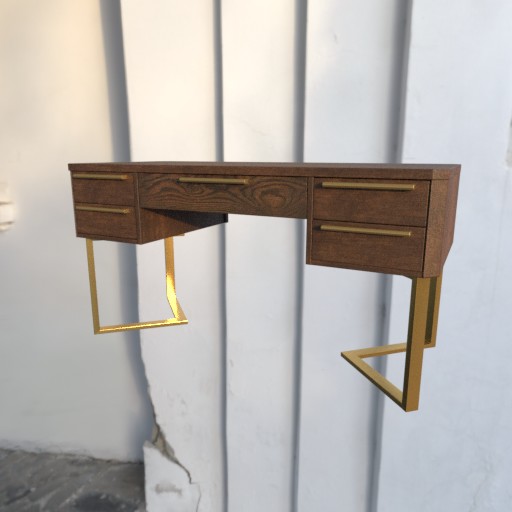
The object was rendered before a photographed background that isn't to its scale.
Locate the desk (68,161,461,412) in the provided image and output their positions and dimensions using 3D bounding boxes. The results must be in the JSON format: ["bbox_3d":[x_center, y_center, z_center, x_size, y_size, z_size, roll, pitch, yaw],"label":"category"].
[{"bbox_3d":[0.000,0.000,1.870,1.479,0.762,0.684,7,15,26],"label":"desk"}]
